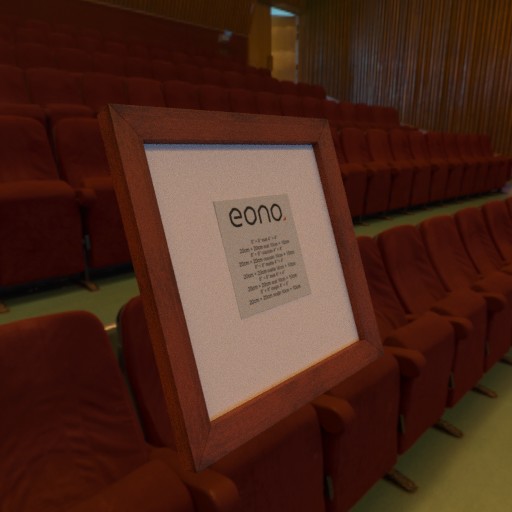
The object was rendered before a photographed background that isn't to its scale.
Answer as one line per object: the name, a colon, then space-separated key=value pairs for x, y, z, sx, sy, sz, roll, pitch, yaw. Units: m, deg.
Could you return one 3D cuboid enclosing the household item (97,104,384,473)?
household item: x=0.000 y=0.000 z=0.388 sx=0.131 sy=0.240 sz=0.240 roll=13 pitch=19 yaw=43
